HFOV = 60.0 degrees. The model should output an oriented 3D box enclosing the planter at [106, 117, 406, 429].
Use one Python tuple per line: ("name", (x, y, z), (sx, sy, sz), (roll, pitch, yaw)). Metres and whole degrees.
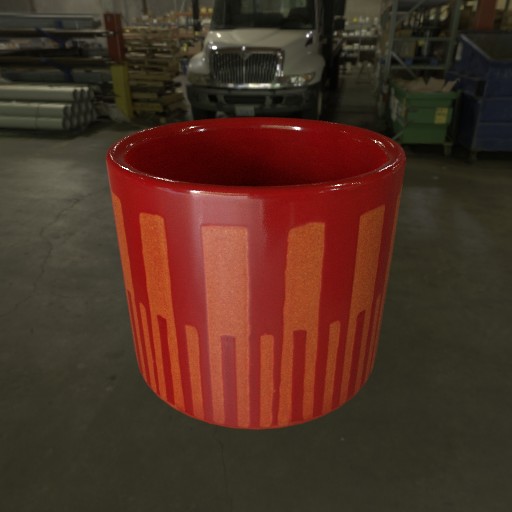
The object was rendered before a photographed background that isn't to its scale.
("planter", (0.000, 0.000, 0.397), (0.230, 0.202, 0.230), (0, 27, 0))
